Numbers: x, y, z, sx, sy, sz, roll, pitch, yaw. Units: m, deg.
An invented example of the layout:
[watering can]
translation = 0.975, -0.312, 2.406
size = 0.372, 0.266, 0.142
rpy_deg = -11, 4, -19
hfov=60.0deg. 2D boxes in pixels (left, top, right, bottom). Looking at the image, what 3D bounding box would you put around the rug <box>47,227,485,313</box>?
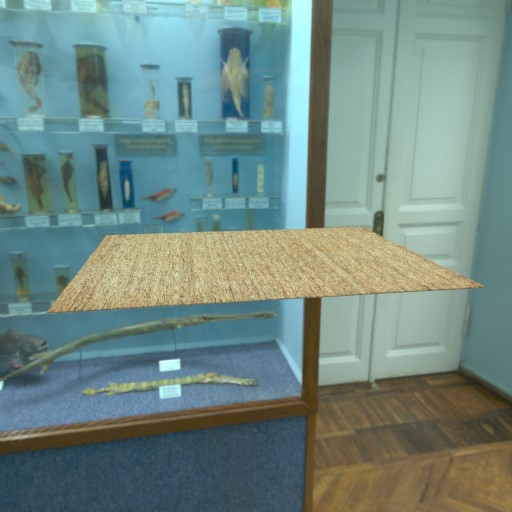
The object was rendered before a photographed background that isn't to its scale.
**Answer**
[rug]
translation = 0.000, 0.000, 4.338
size = 3.200, 0.012, 2.438
rpy_deg = -2, 15, -9
